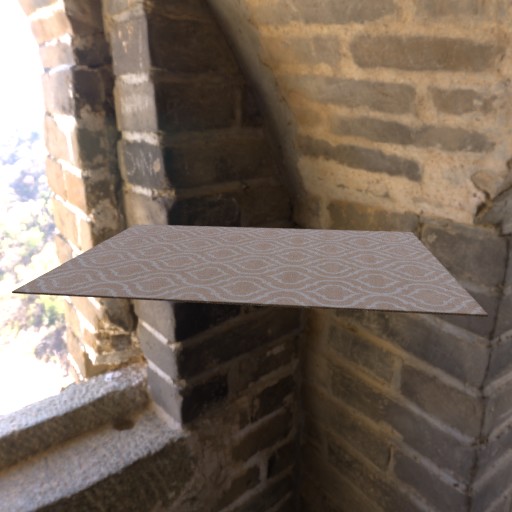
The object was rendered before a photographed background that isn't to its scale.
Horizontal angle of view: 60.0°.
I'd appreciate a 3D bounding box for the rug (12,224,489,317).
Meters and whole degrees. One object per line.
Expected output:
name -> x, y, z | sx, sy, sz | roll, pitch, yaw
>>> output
rug -> 0.000, 0.000, 2.680 | 2.134, 0.010, 1.524 | 2, 16, 7
